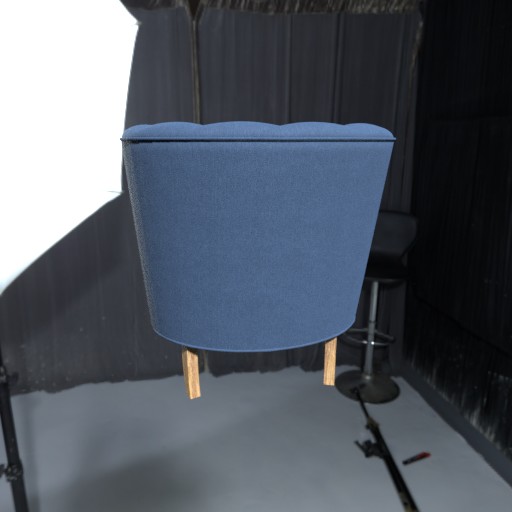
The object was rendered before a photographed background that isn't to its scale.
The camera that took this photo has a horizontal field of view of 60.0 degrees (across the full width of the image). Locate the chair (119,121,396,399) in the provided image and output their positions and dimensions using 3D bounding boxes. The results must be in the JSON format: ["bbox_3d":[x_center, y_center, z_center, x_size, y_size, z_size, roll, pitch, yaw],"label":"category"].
[{"bbox_3d":[0.000,0.000,1.366,0.740,0.771,0.718,-3,15,-10],"label":"chair"}]
